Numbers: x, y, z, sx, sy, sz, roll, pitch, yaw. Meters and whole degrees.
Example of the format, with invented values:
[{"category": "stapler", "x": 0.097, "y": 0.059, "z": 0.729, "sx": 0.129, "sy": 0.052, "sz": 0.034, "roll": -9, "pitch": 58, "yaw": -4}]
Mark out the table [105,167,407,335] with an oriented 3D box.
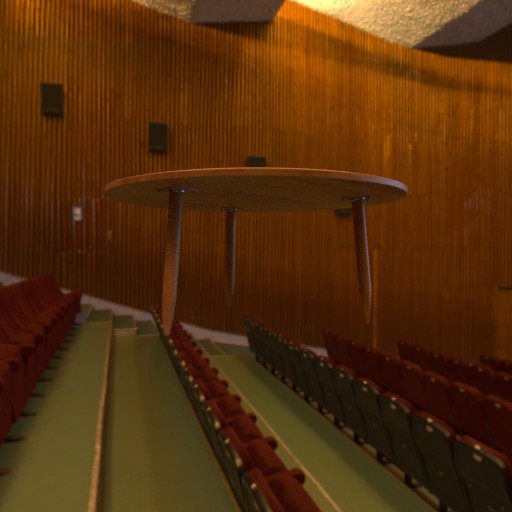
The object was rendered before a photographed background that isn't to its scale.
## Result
[{"category": "table", "x": 0.000, "y": 0.000, "z": 1.395, "sx": 0.900, "sy": 0.400, "sz": 0.900, "roll": 0, "pitch": 1, "yaw": 0}]
